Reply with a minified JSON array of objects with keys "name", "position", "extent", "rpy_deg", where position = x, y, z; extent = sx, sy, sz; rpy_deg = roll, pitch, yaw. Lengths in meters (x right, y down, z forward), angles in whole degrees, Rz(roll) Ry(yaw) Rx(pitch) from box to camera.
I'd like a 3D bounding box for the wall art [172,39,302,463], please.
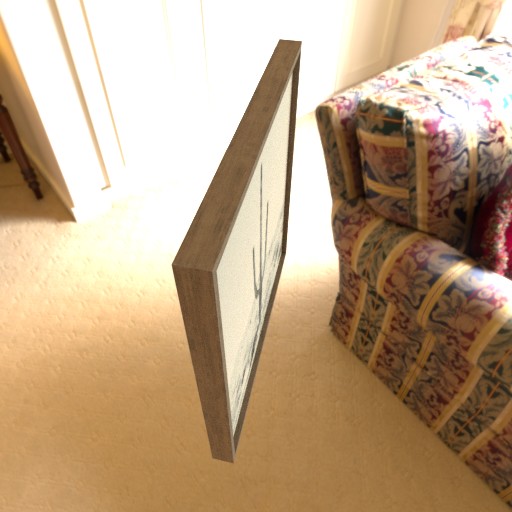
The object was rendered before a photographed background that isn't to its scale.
[{"name":"wall art","position":[0.000,0.000,0.746],"extent":[0.038,0.508,0.508],"rpy_deg":[10,48,9]}]
